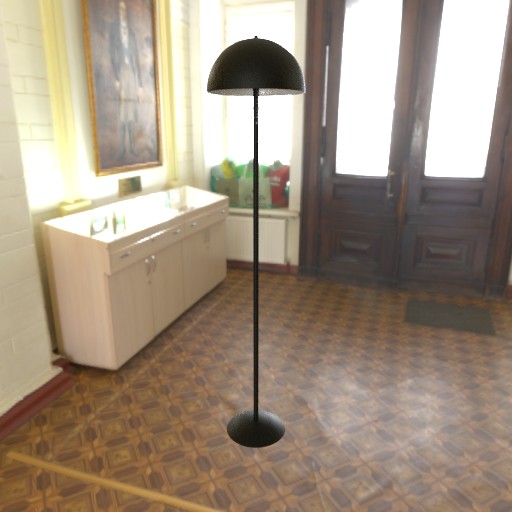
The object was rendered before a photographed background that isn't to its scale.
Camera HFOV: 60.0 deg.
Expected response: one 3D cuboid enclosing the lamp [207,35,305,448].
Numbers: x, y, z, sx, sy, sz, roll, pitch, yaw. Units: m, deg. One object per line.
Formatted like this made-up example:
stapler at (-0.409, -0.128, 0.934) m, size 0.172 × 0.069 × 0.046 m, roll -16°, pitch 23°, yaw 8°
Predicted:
lamp at (0.000, 0.000, 1.633) m, size 0.328 × 1.480 × 0.328 m, roll -8°, pitch 18°, yaw -26°
